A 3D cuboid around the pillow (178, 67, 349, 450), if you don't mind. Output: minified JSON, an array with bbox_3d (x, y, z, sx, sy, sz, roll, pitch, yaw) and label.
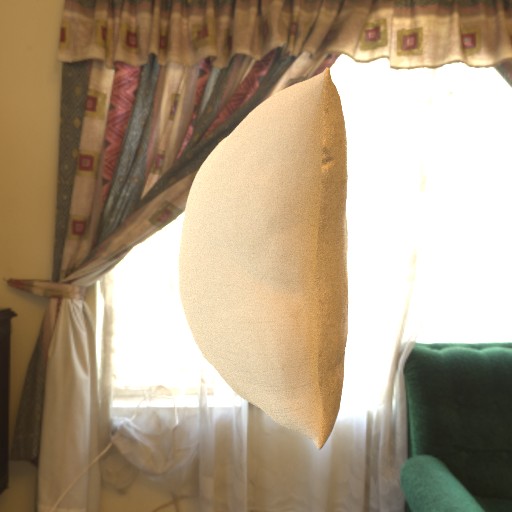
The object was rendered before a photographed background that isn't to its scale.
[{"bbox_3d":[0.000,0.000,0.722,0.245,0.448,0.450,0,0,-17],"label":"pillow"}]
